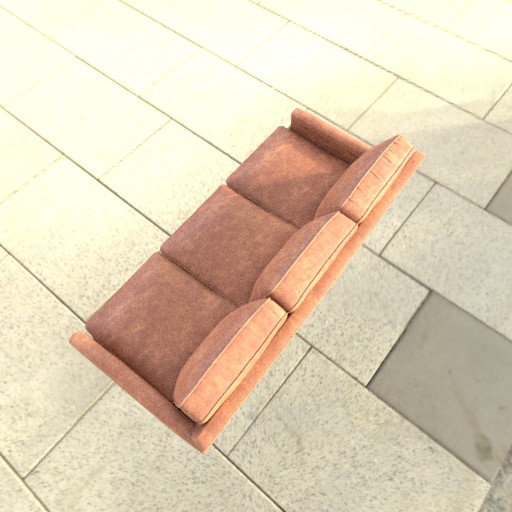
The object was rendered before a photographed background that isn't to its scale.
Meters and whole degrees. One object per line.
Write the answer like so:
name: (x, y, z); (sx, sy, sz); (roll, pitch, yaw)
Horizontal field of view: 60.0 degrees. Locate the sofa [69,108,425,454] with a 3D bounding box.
sofa: (0.000, 0.000, 2.855); (1.084, 1.003, 2.246); (34, 68, 16)
